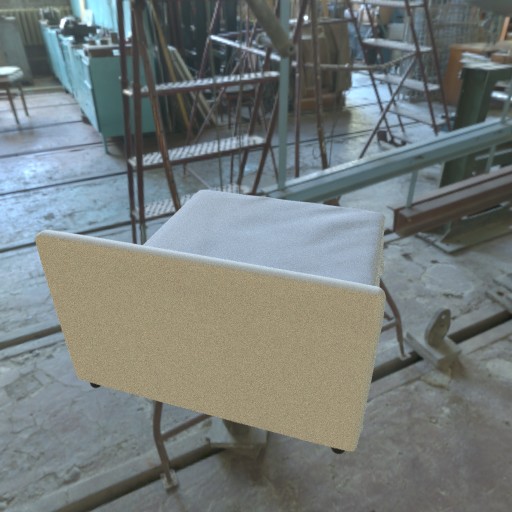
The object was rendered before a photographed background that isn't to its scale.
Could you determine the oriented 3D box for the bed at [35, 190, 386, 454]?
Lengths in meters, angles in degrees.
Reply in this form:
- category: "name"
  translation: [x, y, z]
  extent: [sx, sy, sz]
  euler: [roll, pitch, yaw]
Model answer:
- category: "bed"
  translation: [0.000, 0.000, 3.636]
  extent: [2.119, 1.317, 2.341]
  euler: [9, 34, 15]
